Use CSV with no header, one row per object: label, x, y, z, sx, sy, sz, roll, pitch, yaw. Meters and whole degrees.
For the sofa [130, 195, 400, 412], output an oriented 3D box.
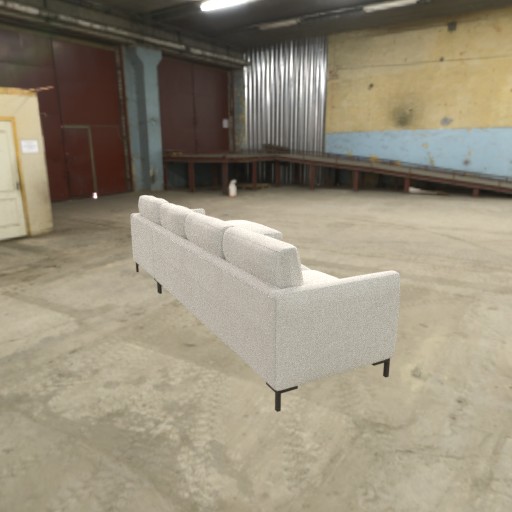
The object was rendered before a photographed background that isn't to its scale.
sofa,0.000,0.000,2.999,1.126,0.677,2.445,-7,16,-27
